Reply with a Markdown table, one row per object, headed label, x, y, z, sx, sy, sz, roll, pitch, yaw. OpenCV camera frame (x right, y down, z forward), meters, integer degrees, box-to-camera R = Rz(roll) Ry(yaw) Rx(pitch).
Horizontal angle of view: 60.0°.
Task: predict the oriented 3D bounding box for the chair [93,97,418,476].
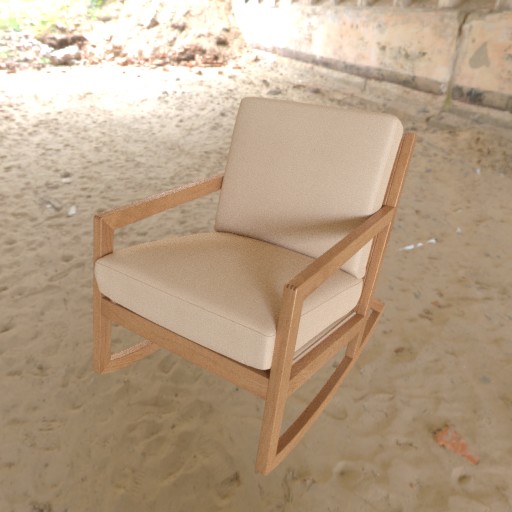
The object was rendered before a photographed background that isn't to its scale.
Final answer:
| label | x | y | z | sx | sy | sz | roll | pitch | yaw |
| --- | --- | --- | --- | --- | --- | --- | --- | --- | --- |
| chair | 0.000 | 0.000 | 1.360 | 0.622 | 0.790 | 0.857 | 19 | 35 | 28 |
